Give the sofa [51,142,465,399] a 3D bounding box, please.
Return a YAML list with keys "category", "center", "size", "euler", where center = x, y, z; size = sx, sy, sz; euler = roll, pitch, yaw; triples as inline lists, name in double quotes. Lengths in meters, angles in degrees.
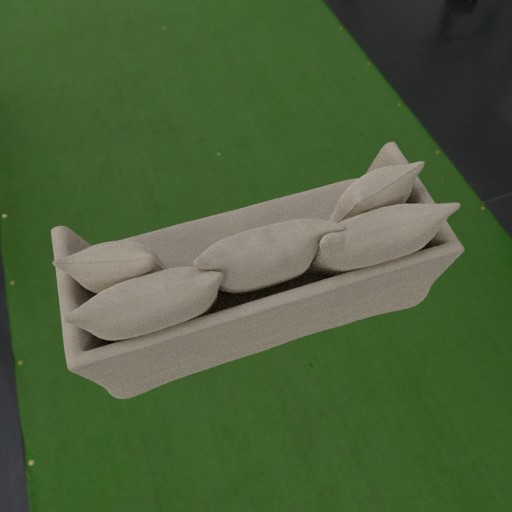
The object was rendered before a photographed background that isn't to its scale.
- category: "sofa"
  center: [0.000, 0.000, 3.036]
  size: [2.499, 1.047, 1.046]
  euler: [-16, 61, -9]
